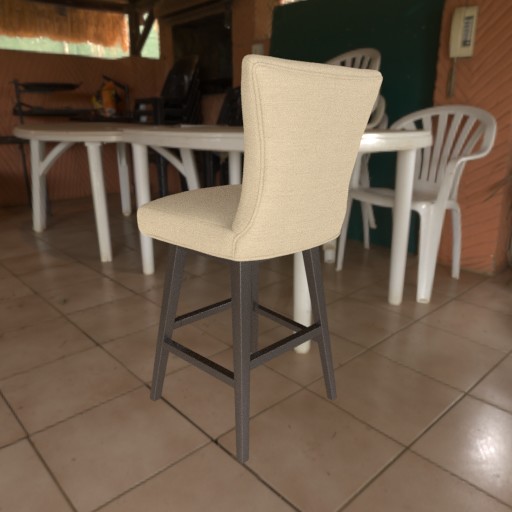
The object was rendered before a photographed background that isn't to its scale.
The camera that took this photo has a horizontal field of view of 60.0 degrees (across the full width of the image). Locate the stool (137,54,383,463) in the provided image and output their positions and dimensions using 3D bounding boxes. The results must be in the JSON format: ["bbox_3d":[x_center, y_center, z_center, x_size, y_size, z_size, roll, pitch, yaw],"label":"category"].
[{"bbox_3d":[0.000,0.000,1.395,0.514,1.086,0.574,-16,23,-41],"label":"stool"}]
